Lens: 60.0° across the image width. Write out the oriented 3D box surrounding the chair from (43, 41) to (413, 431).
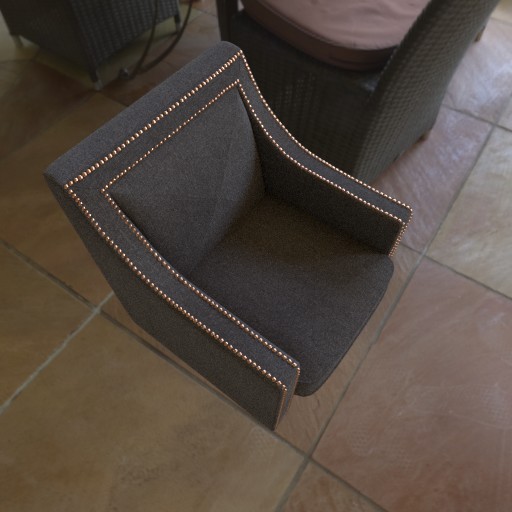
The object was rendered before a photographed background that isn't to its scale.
[{"bbox_3d":[0.000,0.000,1.589,0.884,0.967,0.776,33,63,19],"label":"chair"}]
